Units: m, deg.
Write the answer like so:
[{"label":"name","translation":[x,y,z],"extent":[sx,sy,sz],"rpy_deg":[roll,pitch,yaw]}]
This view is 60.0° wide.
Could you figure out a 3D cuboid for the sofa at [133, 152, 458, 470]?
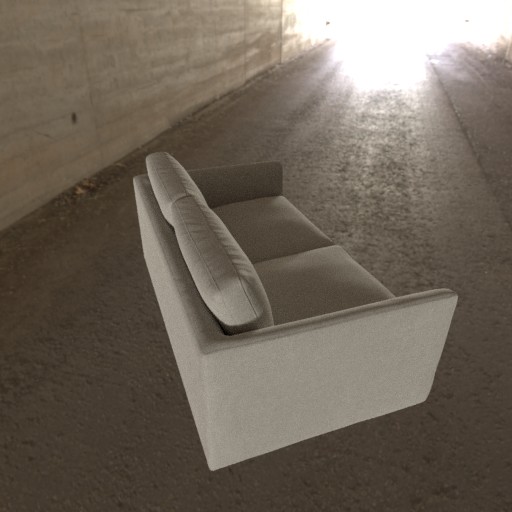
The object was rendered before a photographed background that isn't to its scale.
[{"label":"sofa","translation":[0.000,0.000,2.515],"extent":[1.091,0.839,1.905],"rpy_deg":[-10,31,-18]}]
